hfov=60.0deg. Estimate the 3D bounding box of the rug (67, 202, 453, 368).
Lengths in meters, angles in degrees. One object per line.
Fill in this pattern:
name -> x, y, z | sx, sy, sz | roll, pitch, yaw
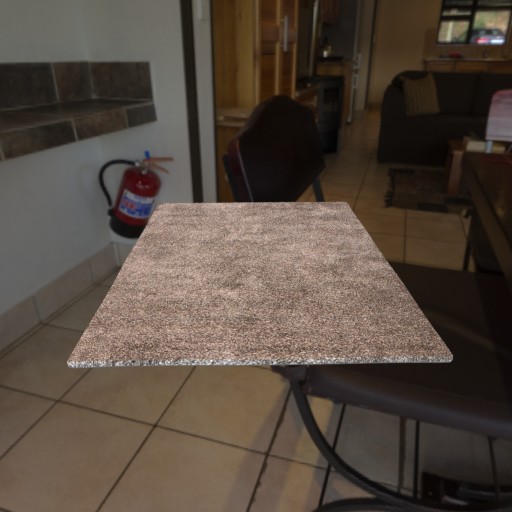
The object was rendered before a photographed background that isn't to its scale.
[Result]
rug -> 0.000, 0.000, 2.101 | 1.198, 0.025, 1.601 | -1, 24, -1
